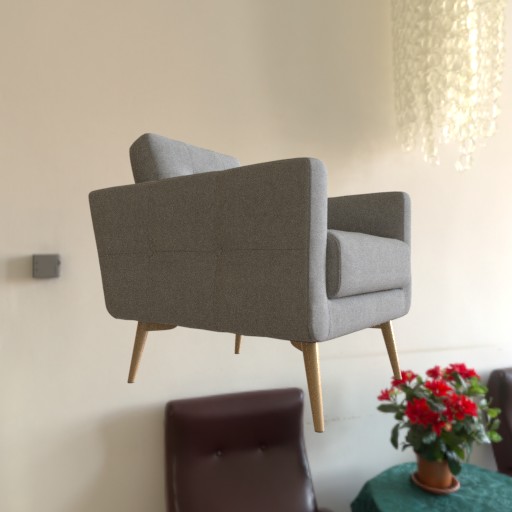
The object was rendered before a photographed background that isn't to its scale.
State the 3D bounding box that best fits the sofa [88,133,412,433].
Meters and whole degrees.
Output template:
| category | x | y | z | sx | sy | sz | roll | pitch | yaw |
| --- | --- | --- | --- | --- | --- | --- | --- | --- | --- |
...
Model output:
| category | x | y | z | sx | sy | sz | roll | pitch | yaw |
| --- | --- | --- | --- | --- | --- | --- | --- | --- | --- |
| sofa | 0.000 | 0.000 | 1.559 | 0.920 | 0.860 | 0.770 | 0 | -1 | 36 |
